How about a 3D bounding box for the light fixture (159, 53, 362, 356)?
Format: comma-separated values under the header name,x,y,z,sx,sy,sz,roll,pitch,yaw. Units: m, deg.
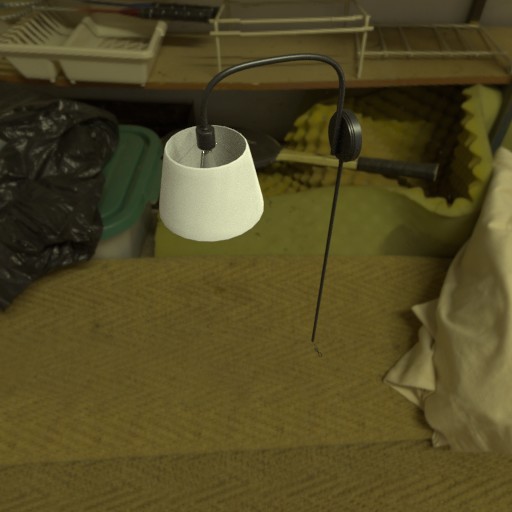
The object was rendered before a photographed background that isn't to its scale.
name,x,y,z,sx,sy,sz,roll,pitch,yaw
light fixture,0.000,0.000,0.459,0.176,0.399,0.092,-15,47,-14
